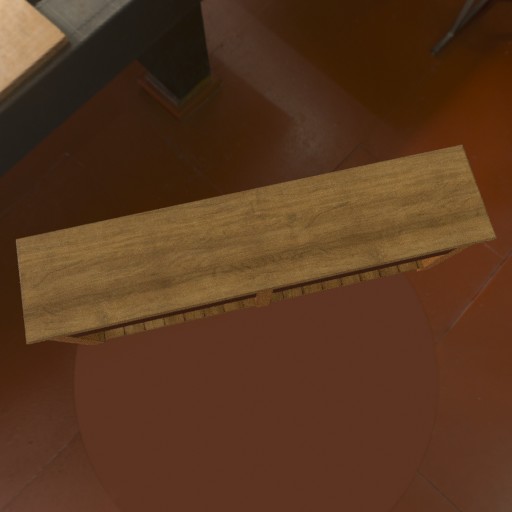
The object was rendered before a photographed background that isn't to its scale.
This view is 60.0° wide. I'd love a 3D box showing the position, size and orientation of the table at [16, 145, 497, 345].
[{"bbox_3d":[0.000,0.000,2.021,1.815,0.635,0.425,-12,77,-3],"label":"table"}]
